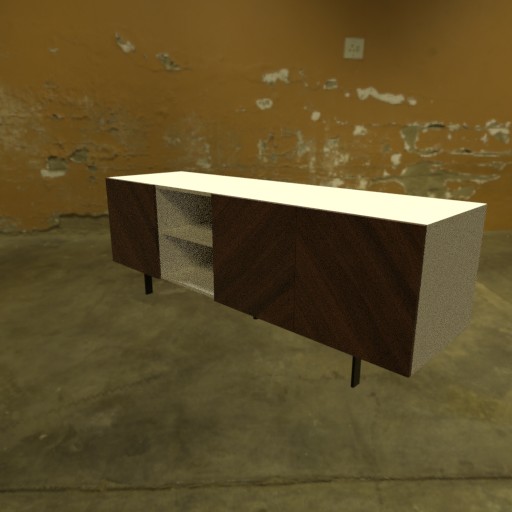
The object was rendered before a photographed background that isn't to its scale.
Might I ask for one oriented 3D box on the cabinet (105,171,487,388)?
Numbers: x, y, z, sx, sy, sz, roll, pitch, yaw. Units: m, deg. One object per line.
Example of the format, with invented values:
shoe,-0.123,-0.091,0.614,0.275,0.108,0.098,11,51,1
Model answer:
cabinet,0.000,0.000,1.745,1.499,0.533,0.431,15,22,42
